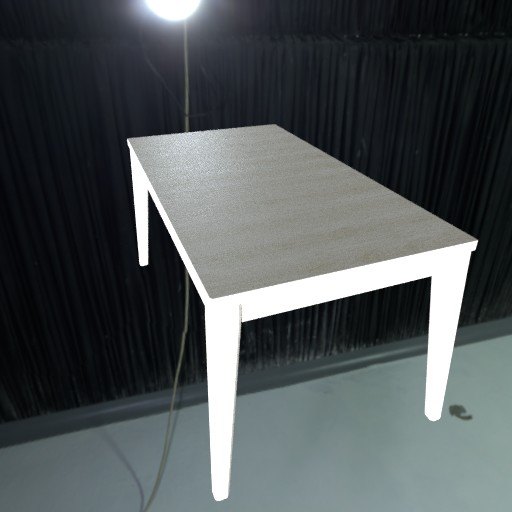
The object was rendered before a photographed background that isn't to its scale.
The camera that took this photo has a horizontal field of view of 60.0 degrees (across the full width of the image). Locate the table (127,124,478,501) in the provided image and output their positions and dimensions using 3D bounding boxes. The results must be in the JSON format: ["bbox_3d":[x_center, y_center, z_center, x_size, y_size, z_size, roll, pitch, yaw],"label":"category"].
[{"bbox_3d":[0.000,0.000,2.009,0.900,0.760,1.600,-11,32,-18],"label":"table"}]
